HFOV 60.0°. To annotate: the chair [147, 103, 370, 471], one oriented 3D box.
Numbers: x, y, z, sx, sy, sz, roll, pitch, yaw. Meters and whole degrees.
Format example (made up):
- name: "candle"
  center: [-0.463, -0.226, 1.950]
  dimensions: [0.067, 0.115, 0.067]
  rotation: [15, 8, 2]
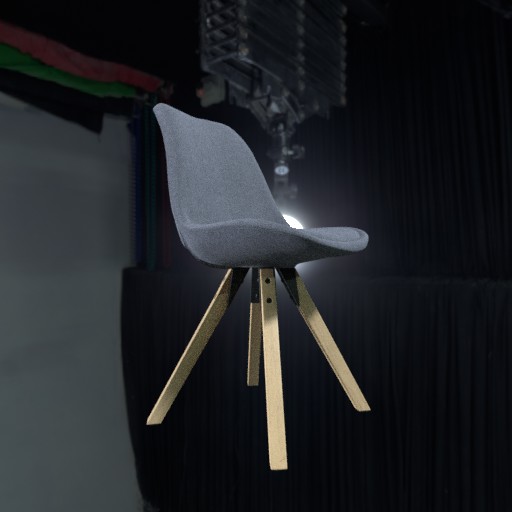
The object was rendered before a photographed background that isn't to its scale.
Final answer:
- name: "chair"
  center: [0.000, 0.000, 1.188]
  dimensions: [0.550, 0.850, 0.485]
  rotation: [0, 1, 37]
